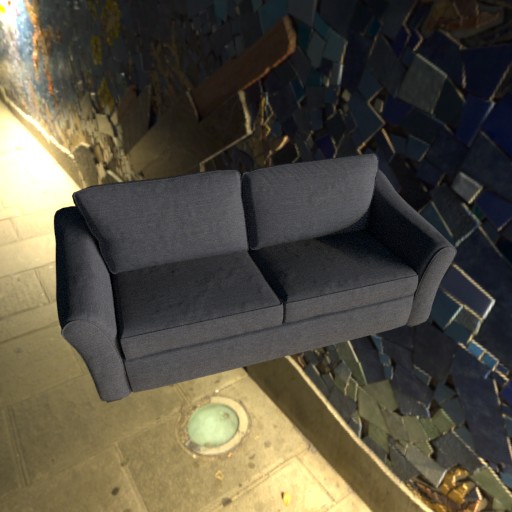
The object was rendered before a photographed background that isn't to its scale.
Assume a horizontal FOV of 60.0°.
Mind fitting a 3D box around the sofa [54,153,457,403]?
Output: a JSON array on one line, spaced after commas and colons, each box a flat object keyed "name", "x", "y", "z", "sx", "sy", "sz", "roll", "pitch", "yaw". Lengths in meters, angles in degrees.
[{"name": "sofa", "x": 0.000, "y": 0.000, "z": 2.749, "sx": 2.270, "sy": 0.950, "sz": 0.971, "roll": -10, "pitch": 33, "yaw": -16}]
